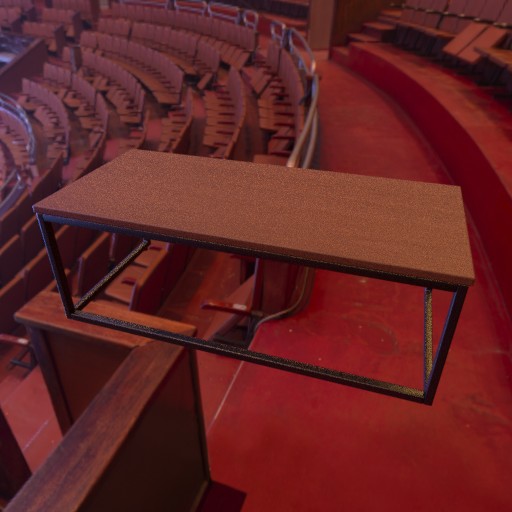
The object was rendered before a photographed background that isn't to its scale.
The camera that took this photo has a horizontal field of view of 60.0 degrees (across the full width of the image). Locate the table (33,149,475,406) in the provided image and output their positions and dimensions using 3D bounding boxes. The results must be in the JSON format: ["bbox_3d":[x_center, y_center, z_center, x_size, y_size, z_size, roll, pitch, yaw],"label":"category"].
[{"bbox_3d":[0.000,0.000,1.349,1.100,0.400,0.500,10,33,15],"label":"table"}]
